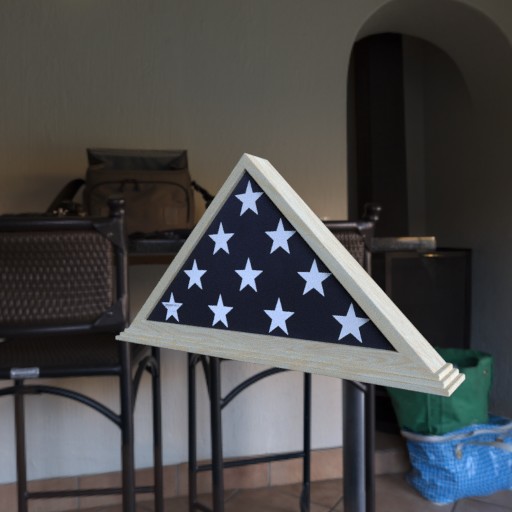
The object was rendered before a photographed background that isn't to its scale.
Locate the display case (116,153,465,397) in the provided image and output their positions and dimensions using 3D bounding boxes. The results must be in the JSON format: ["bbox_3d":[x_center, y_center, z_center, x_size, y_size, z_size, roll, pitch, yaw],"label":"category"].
[{"bbox_3d":[0.000,0.000,0.758,0.640,0.340,0.095,0,0,36],"label":"display case"}]
